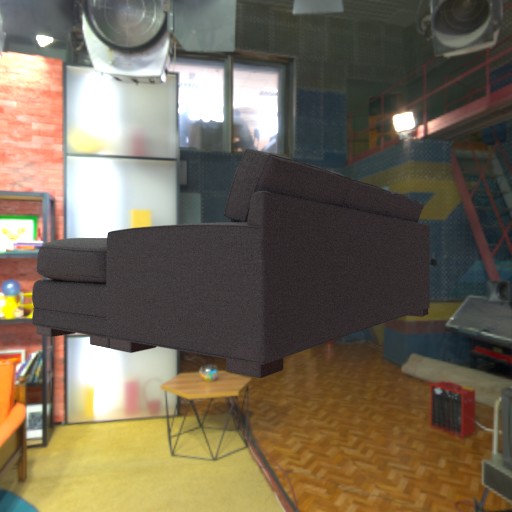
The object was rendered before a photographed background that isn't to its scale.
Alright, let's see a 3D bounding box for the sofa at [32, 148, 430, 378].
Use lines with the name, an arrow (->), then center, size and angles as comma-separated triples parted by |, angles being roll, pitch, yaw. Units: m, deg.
sofa -> 0.000, 0.000, 3.173 | 1.790, 0.973, 2.370 | 0, 0, 36
